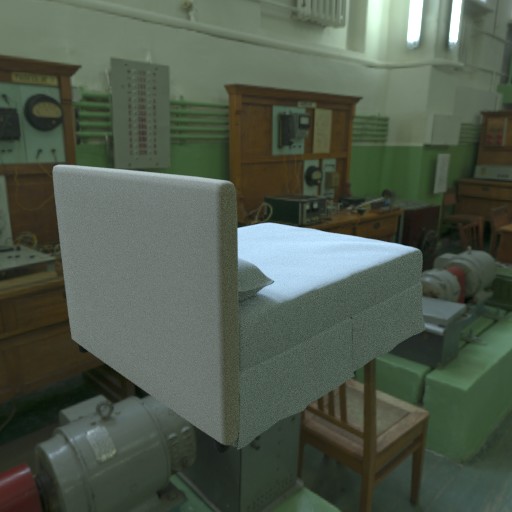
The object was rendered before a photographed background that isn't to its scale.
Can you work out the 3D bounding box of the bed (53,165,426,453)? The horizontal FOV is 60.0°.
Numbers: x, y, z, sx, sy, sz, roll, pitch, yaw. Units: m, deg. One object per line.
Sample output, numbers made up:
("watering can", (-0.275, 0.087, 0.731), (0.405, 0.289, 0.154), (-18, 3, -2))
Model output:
("bed", (0.000, 0.000, 3.218), (1.748, 1.330, 2.142), (14, 20, 42))
